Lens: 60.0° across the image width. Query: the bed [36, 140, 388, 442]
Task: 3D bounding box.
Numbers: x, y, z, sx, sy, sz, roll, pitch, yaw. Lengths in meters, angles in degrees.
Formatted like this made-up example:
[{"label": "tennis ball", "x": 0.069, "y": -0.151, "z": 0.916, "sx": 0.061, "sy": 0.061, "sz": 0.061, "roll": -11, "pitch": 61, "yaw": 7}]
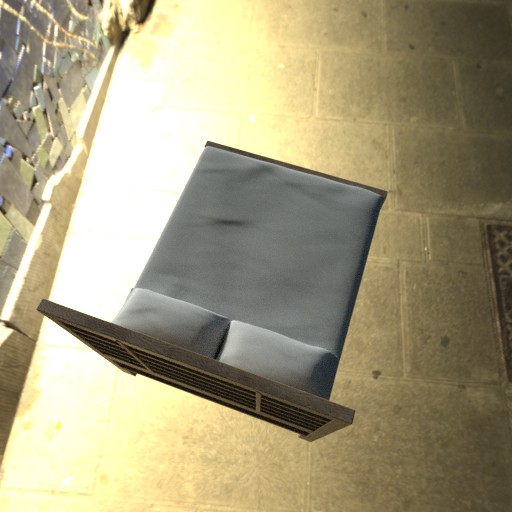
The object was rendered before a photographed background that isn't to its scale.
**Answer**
[{"label": "bed", "x": 0.000, "y": 0.000, "z": 3.228, "sx": 1.615, "sy": 1.631, "sz": 2.017, "roll": 18, "pitch": 66, "yaw": 8}]
